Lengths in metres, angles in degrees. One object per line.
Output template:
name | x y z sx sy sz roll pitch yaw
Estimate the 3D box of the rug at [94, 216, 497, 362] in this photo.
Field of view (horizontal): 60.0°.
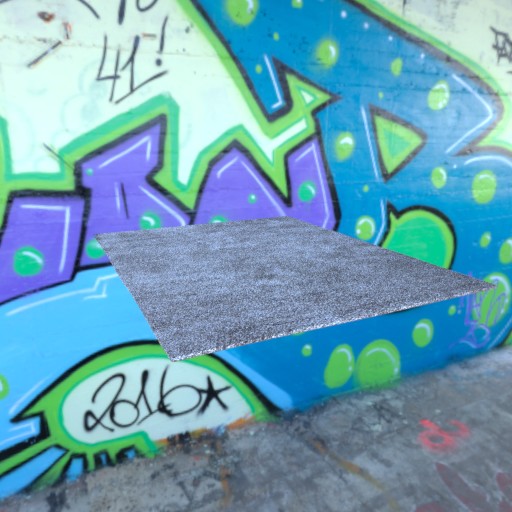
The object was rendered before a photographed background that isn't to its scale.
rug | 0.000 0.000 3.969 2.401 0.025 3.000 -8 18 -25
